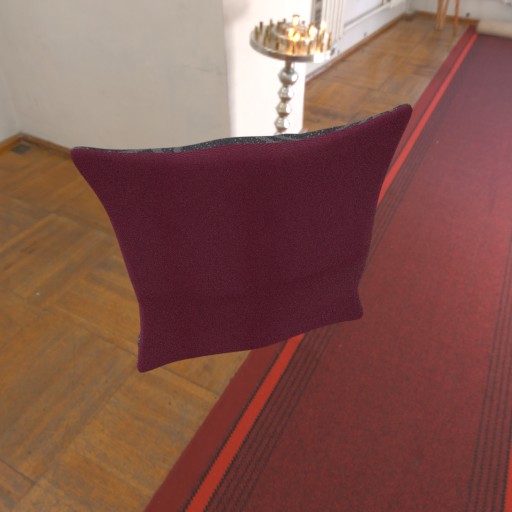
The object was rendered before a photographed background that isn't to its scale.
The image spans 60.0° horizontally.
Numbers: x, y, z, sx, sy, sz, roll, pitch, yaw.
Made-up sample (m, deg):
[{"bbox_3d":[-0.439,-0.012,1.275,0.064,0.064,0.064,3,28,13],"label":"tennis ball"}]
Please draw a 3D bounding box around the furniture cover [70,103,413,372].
[{"bbox_3d":[0.000,0.000,0.809,0.514,0.513,0.163,-12,43,-13],"label":"furniture cover"}]
